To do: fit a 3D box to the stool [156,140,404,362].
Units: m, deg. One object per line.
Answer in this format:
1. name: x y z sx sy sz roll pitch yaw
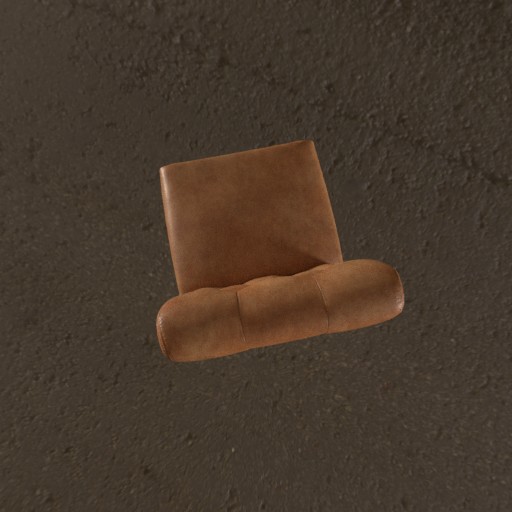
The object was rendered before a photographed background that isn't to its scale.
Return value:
1. stool: 0.000 0.000 1.365 0.493 1.047 0.601 -11 75 -3
